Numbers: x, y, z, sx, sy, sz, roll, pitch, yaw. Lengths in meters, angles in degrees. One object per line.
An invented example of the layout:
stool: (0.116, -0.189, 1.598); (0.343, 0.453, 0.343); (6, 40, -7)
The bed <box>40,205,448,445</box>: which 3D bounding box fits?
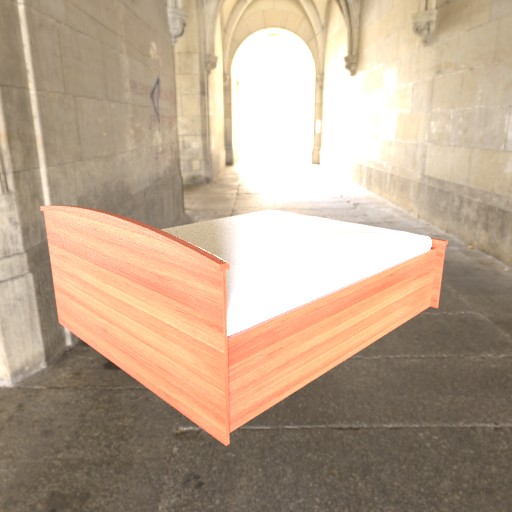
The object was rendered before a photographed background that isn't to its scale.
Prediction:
bed: (0.000, 0.000, 2.942); (1.683, 0.848, 2.053); (16, 23, 43)
